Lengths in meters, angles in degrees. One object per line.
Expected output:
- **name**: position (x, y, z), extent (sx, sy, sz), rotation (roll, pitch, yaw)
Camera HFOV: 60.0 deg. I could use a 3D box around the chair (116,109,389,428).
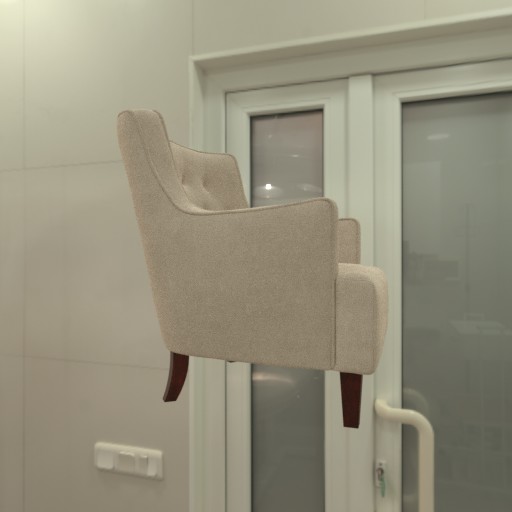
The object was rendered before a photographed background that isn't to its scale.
- **chair**: position (0.000, 0.000, 1.612), extent (0.910, 0.920, 0.781), rotation (0, 0, 18)
